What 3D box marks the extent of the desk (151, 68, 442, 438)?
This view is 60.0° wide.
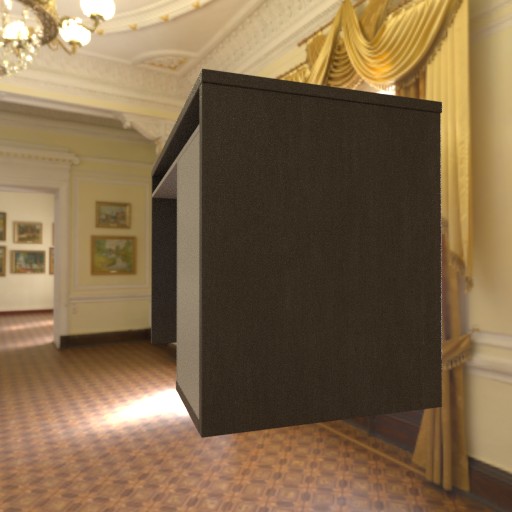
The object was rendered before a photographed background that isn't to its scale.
[{"bbox_3d":[0.000,0.000,1.513,0.600,0.750,1.100,0,-1,-19],"label":"desk"}]
